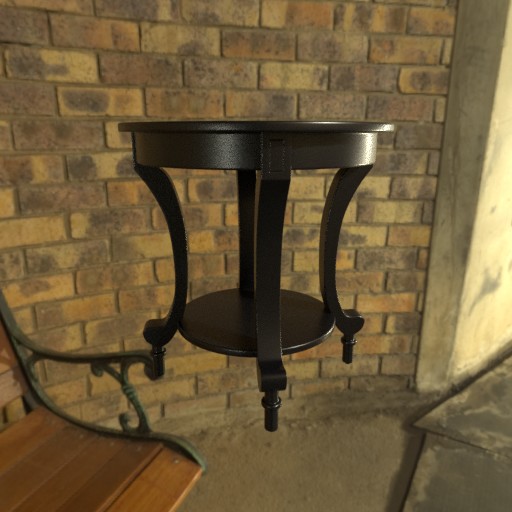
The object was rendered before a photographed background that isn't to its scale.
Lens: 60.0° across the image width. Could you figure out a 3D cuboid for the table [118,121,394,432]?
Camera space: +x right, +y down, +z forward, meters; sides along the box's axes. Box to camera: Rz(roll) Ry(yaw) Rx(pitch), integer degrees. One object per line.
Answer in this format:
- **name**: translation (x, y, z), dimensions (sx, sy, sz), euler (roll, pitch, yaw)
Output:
- **table**: translation (0.000, 0.000, 1.081), dimensions (0.597, 0.618, 0.597), euler (0, 16, 0)
